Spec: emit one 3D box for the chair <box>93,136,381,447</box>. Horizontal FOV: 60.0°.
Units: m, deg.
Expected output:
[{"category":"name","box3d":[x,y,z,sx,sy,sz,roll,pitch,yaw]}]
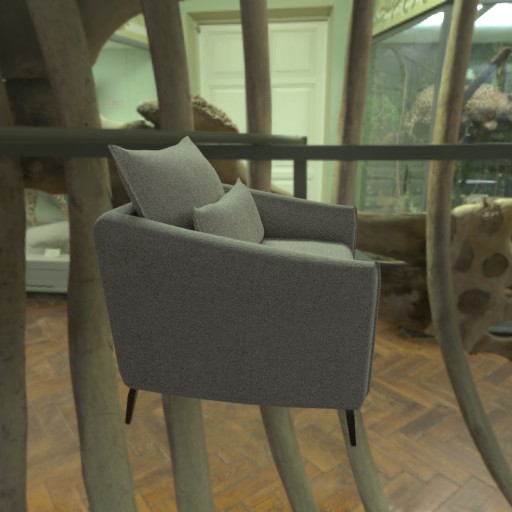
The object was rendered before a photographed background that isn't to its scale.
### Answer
[{"category":"chair","box3d":[0.000,0.000,1.668,0.801,0.856,1.029,2,17,8]}]
